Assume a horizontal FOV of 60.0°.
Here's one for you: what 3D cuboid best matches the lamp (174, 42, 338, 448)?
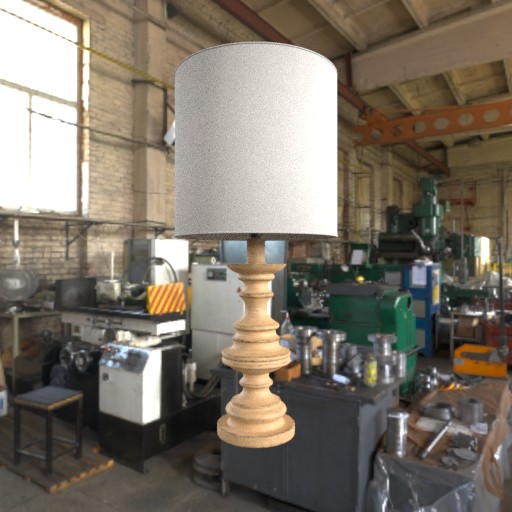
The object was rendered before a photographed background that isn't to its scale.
[{"bbox_3d":[0.000,0.000,0.575,0.208,0.455,0.208,0,0,1],"label":"lamp"}]
